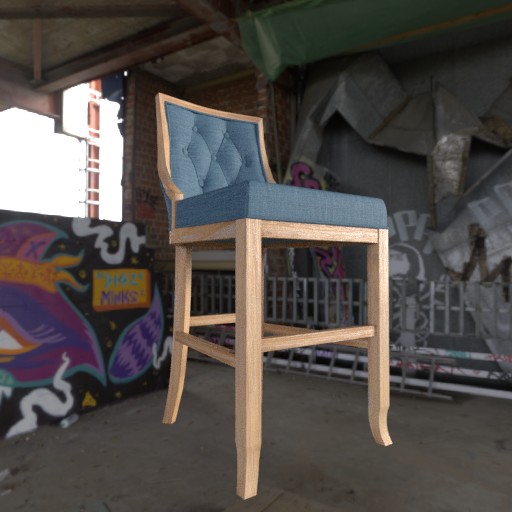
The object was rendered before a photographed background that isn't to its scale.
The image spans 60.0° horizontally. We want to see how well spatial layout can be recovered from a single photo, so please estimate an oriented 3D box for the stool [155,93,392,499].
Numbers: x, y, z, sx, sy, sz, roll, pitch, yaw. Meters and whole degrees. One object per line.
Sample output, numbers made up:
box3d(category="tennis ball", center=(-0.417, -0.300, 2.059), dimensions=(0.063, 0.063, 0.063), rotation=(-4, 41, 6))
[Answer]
box3d(category="stool", center=(0.000, 0.000, 1.397), dimensions=(0.524, 1.101, 0.626), rotation=(1, -2, -36))
